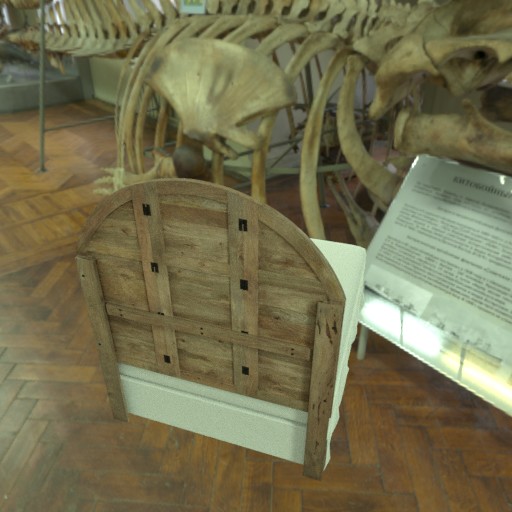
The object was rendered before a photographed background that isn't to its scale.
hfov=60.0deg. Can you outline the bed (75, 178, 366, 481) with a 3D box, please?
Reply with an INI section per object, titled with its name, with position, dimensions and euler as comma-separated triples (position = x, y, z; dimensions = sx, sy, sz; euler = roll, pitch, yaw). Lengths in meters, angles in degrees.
[bed]
position = 0.000, 0.000, 3.520
dimensions = 1.713, 2.002, 2.112
euler = 10, 32, 16
